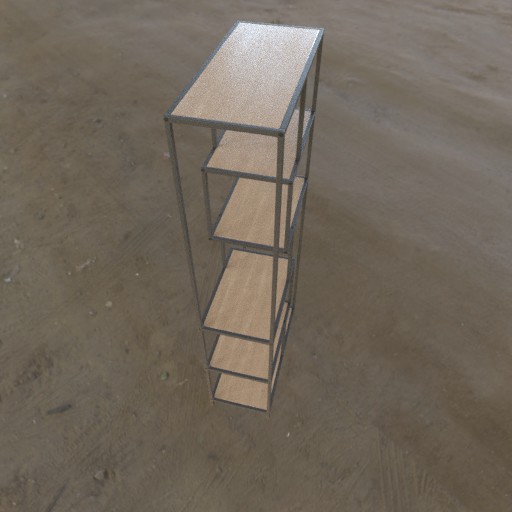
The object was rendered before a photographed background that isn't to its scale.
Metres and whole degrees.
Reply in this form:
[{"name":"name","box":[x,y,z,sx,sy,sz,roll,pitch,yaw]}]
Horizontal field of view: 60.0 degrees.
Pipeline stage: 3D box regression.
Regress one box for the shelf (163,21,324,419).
[{"name":"shelf","box":[0.000,0.000,2.152,0.350,1.850,0.770,10,48,10]}]
